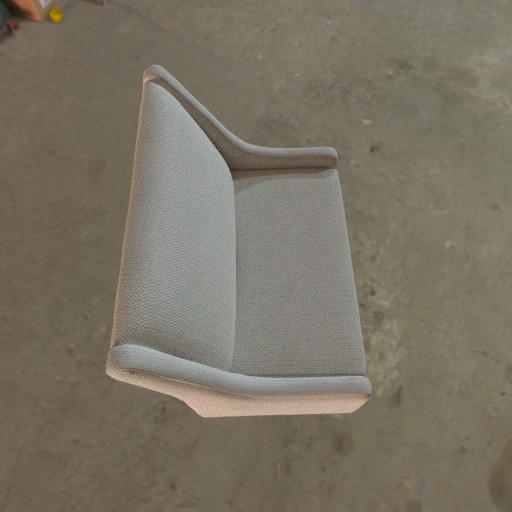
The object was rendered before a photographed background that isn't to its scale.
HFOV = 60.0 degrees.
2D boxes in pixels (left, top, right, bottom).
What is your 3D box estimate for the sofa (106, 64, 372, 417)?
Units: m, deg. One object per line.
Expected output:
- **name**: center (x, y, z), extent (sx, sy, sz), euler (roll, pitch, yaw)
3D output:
- **sofa**: center (0.000, 0.000, 1.918), extent (0.870, 1.022, 1.242), euler (-1, 62, -1)
